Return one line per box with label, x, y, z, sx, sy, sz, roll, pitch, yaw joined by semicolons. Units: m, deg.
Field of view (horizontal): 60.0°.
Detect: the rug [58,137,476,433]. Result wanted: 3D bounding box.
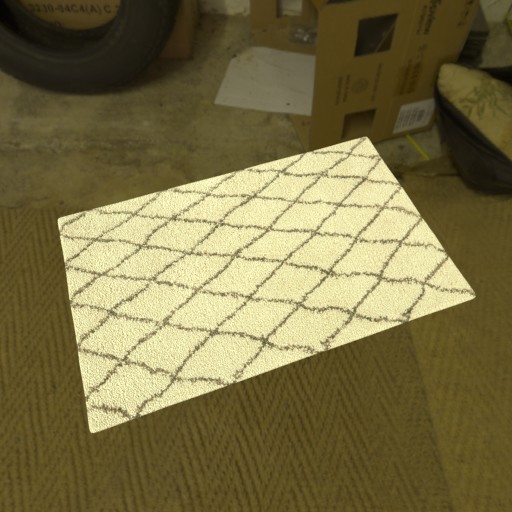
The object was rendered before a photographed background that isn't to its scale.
rug;0.000;0.000;2.978;2.438;0.030;1.524;-17;60;-10
